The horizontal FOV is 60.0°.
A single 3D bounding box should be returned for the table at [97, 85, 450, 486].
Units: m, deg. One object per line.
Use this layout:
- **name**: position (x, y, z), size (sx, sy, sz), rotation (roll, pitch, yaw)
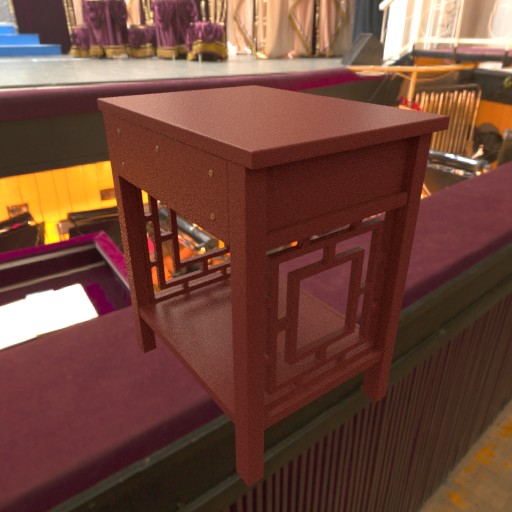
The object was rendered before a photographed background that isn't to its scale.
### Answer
- **table**: position (0.000, 0.000, 1.059), size (0.451, 0.686, 0.599), rotation (-19, 33, -32)
